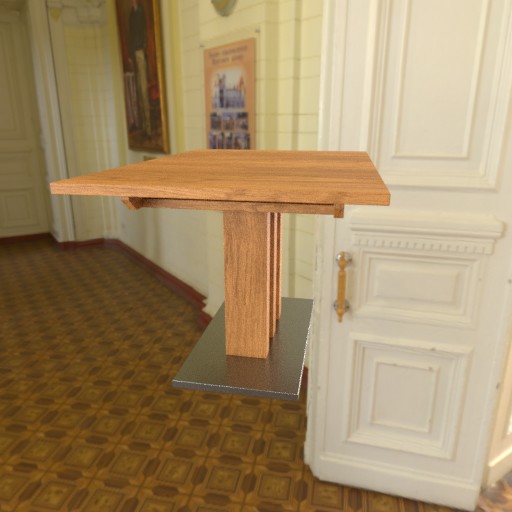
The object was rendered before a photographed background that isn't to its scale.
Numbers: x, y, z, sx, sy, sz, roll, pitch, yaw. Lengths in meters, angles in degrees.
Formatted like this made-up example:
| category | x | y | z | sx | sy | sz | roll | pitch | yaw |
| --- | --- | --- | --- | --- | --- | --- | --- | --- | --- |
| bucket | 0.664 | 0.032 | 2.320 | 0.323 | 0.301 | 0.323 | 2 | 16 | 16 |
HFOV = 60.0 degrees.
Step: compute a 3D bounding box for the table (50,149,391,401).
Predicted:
| category | x | y | z | sx | sy | sz | roll | pitch | yaw |
| --- | --- | --- | --- | --- | --- | --- | --- | --- | --- |
| table | 0.000 | 0.000 | 1.855 | 0.900 | 0.770 | 1.300 | 3 | 18 | 10 |
